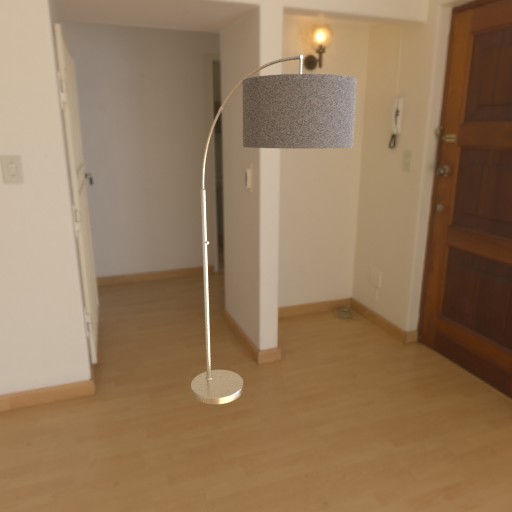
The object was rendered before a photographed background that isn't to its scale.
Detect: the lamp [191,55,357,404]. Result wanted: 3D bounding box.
[{"bbox_3d":[0.000,0.000,2.143,0.934,1.735,0.452,15,21,42],"label":"lamp"}]
